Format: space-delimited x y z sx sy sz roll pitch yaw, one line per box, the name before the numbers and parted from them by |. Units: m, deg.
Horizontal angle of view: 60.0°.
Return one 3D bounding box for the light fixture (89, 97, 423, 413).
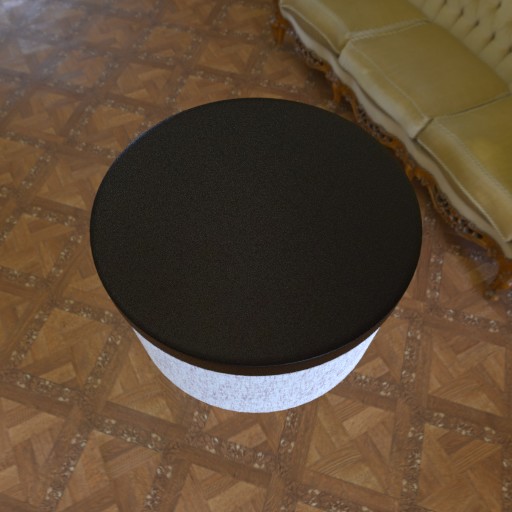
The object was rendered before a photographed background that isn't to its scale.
light fixture | 0.000 0.000 0.623 0.389 0.229 0.389 0 58 0
